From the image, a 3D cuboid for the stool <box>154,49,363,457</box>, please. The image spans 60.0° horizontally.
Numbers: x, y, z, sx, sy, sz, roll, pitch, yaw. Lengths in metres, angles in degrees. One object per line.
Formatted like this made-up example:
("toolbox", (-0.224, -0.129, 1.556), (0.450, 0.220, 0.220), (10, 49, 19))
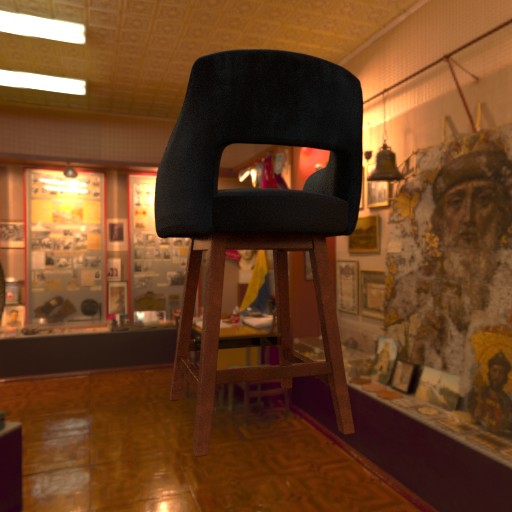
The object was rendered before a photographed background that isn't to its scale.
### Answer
("stool", (0.000, 0.000, 1.272), (0.550, 0.940, 0.560), (0, 0, -19))
